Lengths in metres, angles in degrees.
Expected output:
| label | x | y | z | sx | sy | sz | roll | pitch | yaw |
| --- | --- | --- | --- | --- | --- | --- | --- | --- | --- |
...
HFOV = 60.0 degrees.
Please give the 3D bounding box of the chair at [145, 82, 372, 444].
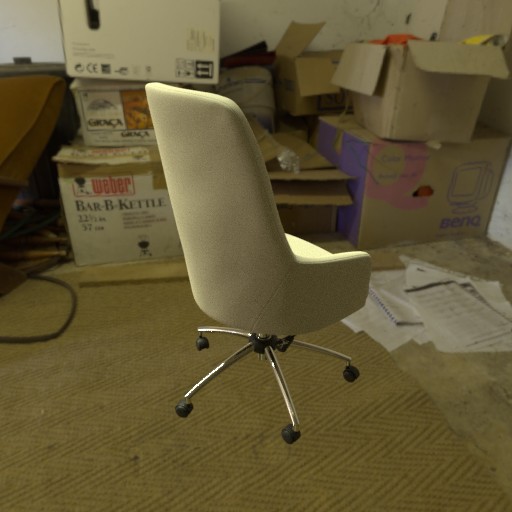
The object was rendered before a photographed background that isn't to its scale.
| label | x | y | z | sx | sy | sz | roll | pitch | yaw |
| --- | --- | --- | --- | --- | --- | --- | --- | --- | --- |
| chair | 0.000 | 0.000 | 1.419 | 0.640 | 1.049 | 0.620 | -18 | 32 | -32 |
